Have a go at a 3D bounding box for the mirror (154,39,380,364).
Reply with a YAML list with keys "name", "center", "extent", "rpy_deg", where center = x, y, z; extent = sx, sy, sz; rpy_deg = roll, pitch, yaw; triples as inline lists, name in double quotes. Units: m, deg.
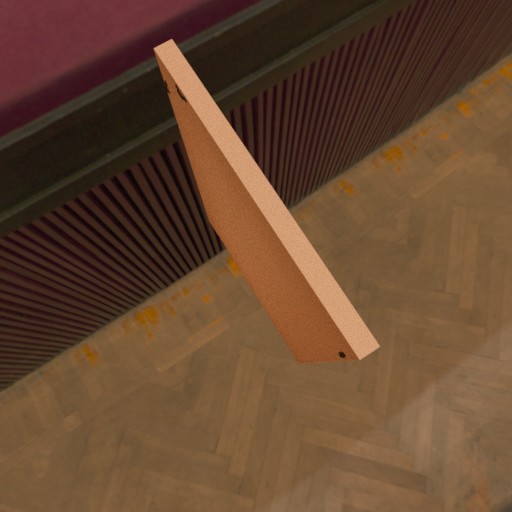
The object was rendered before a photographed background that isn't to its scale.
- name: "mirror"
  center: [0.000, 0.000, 1.137]
  extent: [0.041, 0.915, 0.609]
  rpy_deg: [-31, 78, -7]
